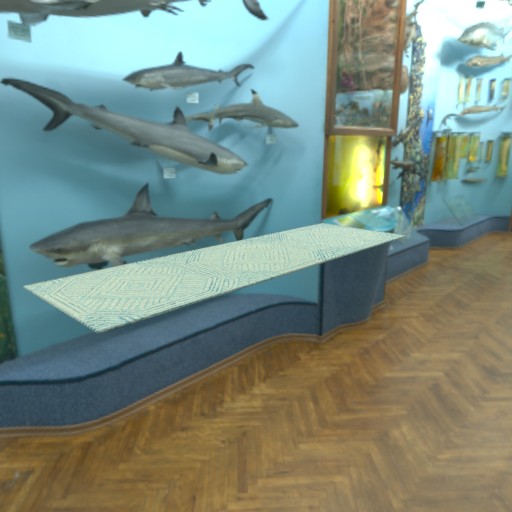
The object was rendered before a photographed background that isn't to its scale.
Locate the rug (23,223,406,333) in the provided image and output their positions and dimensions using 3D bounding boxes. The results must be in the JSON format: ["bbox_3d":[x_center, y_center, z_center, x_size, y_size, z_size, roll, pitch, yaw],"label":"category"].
[{"bbox_3d":[0.000,0.000,2.743,0.775,0.012,2.452,14,20,43],"label":"rug"}]
